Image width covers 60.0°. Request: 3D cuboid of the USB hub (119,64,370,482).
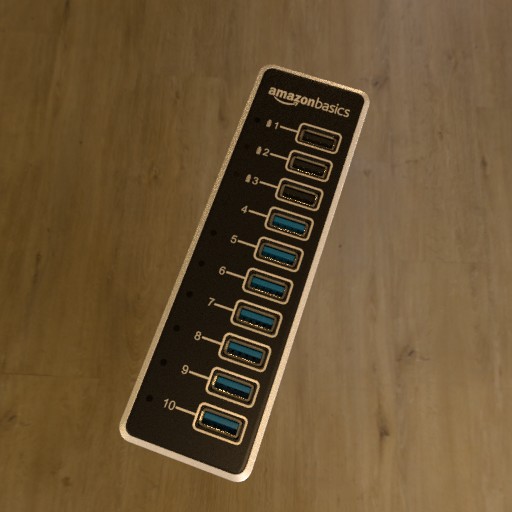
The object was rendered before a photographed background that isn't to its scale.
[{"bbox_3d":[0.000,0.000,0.165,0.044,0.023,0.145,19,77,5],"label":"USB hub"}]
